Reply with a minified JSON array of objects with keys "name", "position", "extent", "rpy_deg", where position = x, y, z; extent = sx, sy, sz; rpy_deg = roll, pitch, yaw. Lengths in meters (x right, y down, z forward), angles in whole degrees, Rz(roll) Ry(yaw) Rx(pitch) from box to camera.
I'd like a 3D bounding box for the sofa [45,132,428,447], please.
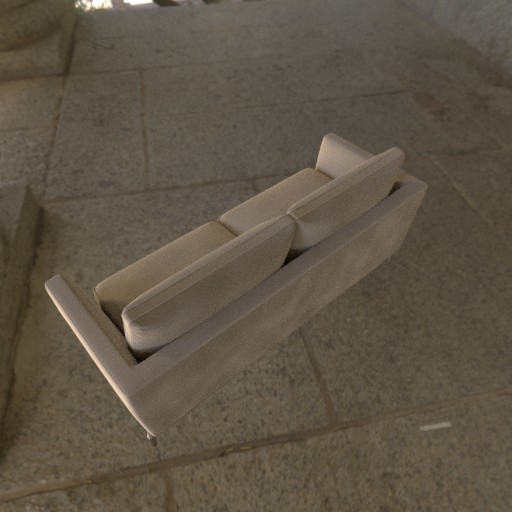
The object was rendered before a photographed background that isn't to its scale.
[{"name":"sofa","position":[0.000,0.000,2.749],"extent":[2.214,1.005,0.868],"rpy_deg":[-32,55,-27]}]
